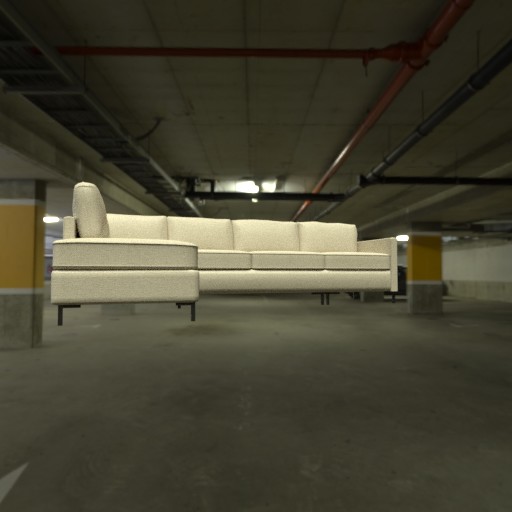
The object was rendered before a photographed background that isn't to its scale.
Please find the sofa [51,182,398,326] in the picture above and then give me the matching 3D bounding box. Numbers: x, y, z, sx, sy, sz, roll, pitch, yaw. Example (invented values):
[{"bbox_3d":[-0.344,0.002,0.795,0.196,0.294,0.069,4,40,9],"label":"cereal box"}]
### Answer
[{"bbox_3d":[0.000,0.000,4.266,3.384,0.996,2.048,1,-2,-18],"label":"sofa"}]
